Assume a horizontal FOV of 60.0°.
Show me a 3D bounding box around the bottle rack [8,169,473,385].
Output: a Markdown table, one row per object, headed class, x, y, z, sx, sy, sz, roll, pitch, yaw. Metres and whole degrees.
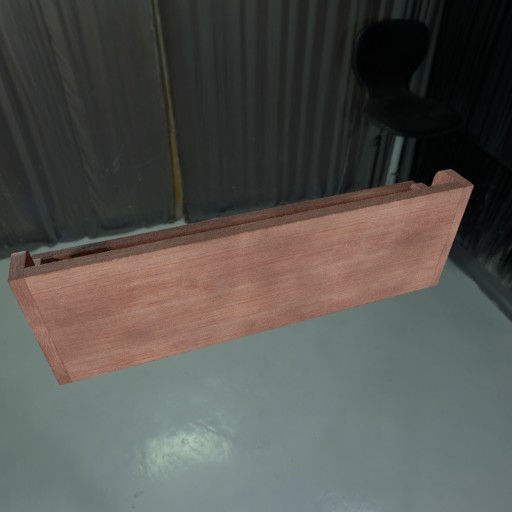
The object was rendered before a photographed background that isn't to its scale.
| class | x | y | z | sx | sy | sz | roll | pitch | yaw |
| --- | --- | --- | --- | --- | --- | --- | --- | --- | --- |
| bottle rack | 0.000 | 0.000 | 0.661 | 0.608 | 0.196 | 0.126 | -12 | 42 | -14 |
